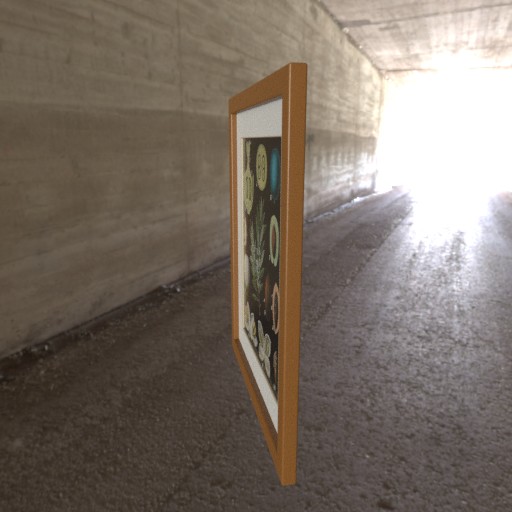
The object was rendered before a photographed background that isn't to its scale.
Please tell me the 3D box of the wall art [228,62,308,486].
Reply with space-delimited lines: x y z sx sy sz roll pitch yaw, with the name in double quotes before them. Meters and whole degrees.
"wall art" 0.000 0.000 0.764 0.021 0.550 0.449 -3 15 -12
